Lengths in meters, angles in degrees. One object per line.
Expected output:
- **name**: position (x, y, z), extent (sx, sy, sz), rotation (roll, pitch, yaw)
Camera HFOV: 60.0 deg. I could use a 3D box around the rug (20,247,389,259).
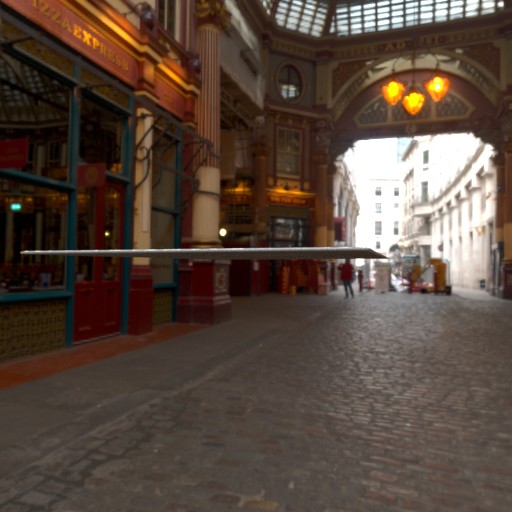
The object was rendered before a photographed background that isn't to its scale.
- **rug**: position (0.000, 0.000, 2.856), extent (1.578, 0.014, 2.206), rotation (0, -1, 18)
